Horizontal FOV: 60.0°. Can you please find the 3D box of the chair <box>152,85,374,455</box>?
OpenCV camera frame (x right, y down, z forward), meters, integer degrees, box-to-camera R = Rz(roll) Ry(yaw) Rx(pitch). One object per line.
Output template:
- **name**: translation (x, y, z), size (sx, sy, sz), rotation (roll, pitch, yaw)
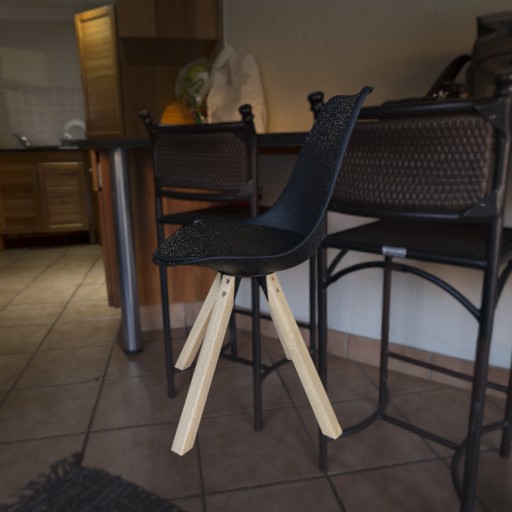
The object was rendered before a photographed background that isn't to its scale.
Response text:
- **chair**: translation (0.000, 0.000, 1.197), size (0.549, 0.850, 0.485), rotation (-2, 14, -9)
